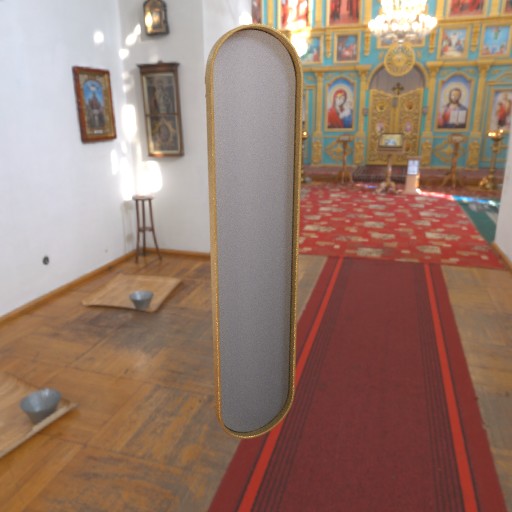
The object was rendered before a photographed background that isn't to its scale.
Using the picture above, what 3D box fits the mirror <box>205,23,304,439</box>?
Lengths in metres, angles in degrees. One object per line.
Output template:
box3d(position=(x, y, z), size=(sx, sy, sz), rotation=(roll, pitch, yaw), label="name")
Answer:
box3d(position=(0.000, 0.000, 1.052), size=(0.222, 0.991, 0.032), rotation=(-8, 18, -27), label="mirror")
